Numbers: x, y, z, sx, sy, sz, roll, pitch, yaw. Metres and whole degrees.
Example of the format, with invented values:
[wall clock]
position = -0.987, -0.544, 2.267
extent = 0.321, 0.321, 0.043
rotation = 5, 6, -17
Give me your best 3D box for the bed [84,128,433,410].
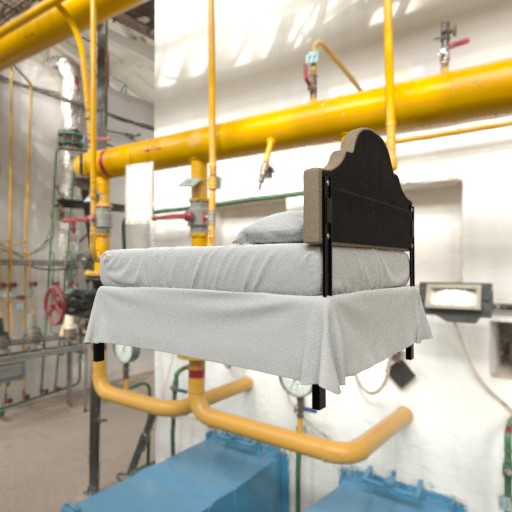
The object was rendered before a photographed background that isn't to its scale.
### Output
[bed]
position = 0.000, 0.000, 3.483
extent = 2.222, 1.634, 1.780
rotation = -1, -2, 36
